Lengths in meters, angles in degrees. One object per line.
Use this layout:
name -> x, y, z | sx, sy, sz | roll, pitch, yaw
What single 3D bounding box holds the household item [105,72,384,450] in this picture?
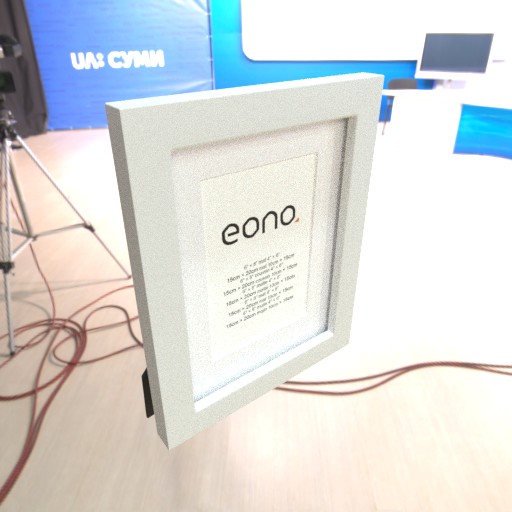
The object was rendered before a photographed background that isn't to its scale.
household item -> 0.000, 0.000, 0.342 | 0.200, 0.250, 0.045 | -21, 35, -32
